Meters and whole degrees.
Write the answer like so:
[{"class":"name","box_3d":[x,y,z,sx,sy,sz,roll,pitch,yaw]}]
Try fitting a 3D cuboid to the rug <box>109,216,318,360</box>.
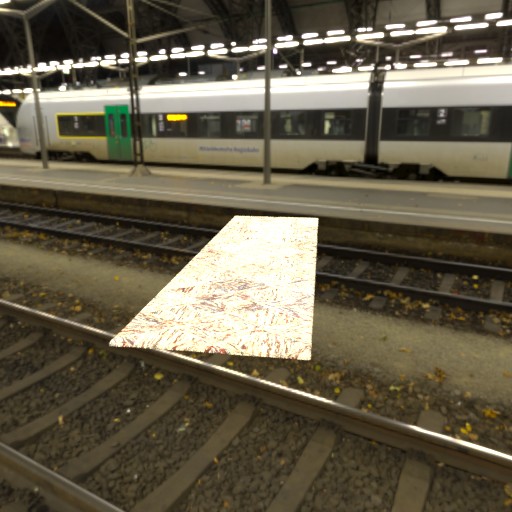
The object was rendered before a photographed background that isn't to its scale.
[{"class":"rug","box_3d":[0.000,0.000,2.551,0.688,0.015,2.292,2,16,8]}]
